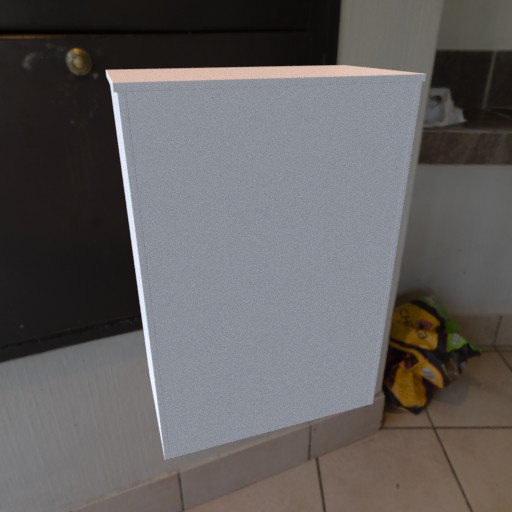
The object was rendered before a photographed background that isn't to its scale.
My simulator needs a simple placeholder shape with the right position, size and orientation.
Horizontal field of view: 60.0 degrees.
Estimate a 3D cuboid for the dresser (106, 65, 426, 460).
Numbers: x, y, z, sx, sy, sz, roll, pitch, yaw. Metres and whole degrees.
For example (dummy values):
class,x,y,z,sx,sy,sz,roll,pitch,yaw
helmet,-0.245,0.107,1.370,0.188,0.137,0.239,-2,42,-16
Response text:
class,x,y,z,sx,sy,sz,roll,pitch,yaw
dresser,0.000,0.000,1.326,0.704,1.021,0.401,-8,27,-17
